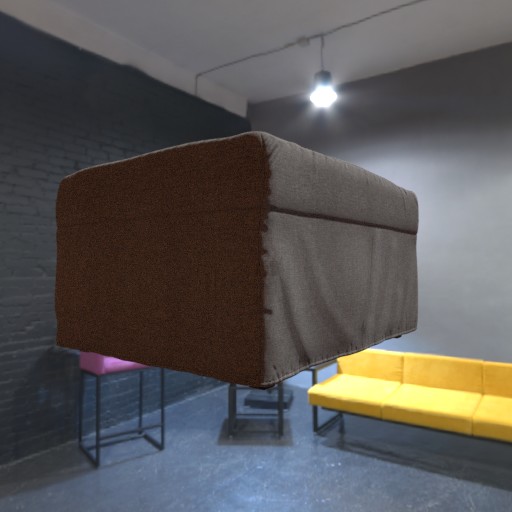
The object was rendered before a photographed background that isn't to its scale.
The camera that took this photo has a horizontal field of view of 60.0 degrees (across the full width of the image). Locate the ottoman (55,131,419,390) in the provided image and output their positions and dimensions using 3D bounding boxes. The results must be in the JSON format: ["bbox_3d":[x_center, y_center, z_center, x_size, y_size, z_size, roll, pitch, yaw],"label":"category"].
[{"bbox_3d":[0.000,0.000,1.229,0.652,0.492,0.833,-1,-1,37],"label":"ottoman"}]
